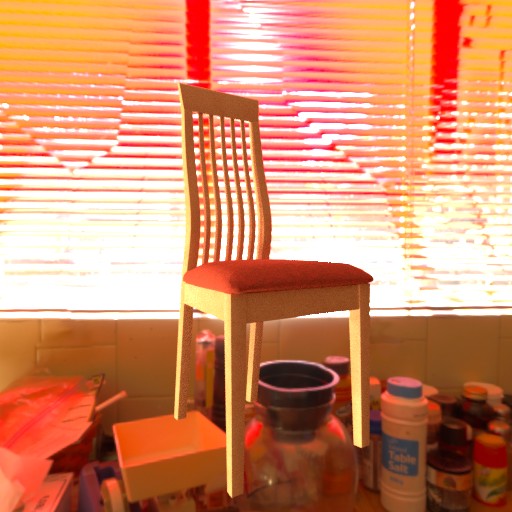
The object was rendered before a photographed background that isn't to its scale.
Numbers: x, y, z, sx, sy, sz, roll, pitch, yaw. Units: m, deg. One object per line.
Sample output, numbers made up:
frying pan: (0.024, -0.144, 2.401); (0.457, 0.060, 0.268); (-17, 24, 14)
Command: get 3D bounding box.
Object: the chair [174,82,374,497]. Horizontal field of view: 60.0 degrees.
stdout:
chair: (0.000, 0.000, 1.253); (0.460, 1.027, 0.474); (-1, 2, -35)
